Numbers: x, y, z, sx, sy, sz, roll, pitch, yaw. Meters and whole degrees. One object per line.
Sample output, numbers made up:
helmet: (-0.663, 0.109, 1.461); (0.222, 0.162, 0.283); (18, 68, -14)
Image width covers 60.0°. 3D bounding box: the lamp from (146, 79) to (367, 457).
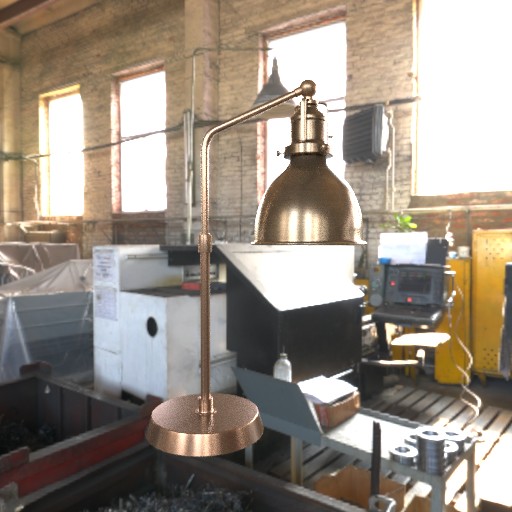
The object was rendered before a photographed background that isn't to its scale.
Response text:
lamp: (0.000, 0.000, 0.579); (0.286, 0.456, 0.153); (0, 2, -1)
